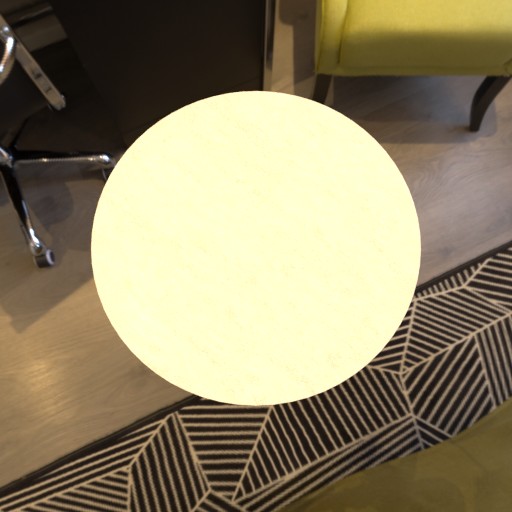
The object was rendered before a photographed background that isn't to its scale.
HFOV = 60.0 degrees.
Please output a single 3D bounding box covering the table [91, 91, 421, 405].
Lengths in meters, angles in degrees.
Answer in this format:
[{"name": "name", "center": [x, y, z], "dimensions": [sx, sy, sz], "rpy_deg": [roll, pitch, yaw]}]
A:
[{"name": "table", "center": [0.000, 0.000, 1.427], "dimensions": [0.889, 0.470, 0.889], "rpy_deg": [0, 74, 0]}]
